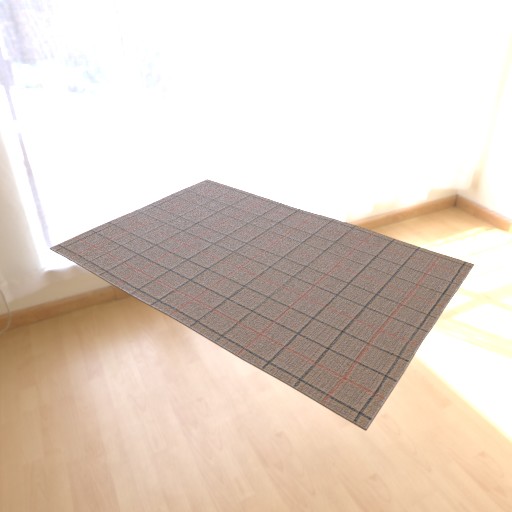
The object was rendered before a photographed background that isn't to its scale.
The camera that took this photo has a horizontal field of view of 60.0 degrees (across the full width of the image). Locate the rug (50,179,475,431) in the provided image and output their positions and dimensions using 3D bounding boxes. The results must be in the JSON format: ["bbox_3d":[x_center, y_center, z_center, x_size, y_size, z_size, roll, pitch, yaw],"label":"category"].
[{"bbox_3d":[0.000,0.000,2.288,1.829,0.013,1.220,22,38,31],"label":"rug"}]
